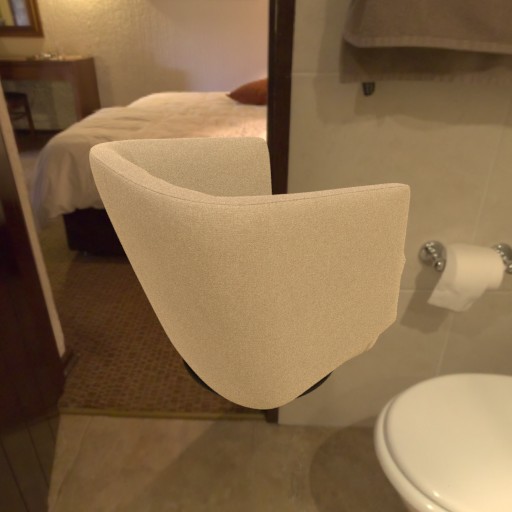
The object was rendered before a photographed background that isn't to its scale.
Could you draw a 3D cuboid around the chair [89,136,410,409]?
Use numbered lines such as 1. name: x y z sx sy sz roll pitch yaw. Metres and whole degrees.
1. chair: 0.000 0.000 1.614 0.986 0.861 0.822 -18 33 -31
